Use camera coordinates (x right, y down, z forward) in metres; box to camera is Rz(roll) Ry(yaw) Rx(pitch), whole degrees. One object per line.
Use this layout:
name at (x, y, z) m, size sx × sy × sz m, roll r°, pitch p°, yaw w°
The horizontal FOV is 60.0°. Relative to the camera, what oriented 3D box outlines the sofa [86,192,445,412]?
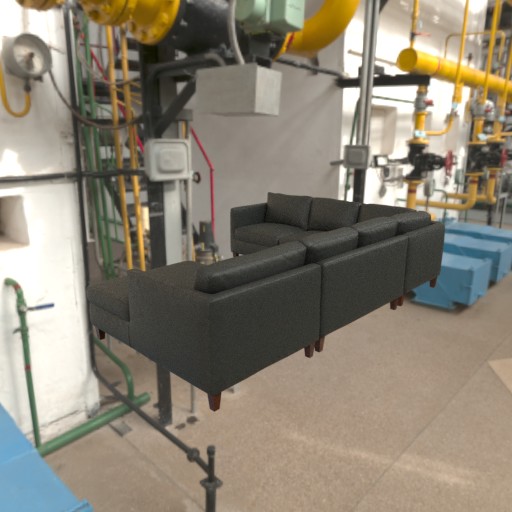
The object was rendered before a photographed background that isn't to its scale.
sofa at (0.000, 0.000, 4.639) m, size 2.593 × 0.923 × 3.460 m, roll 14°, pitch 20°, yaw 42°
